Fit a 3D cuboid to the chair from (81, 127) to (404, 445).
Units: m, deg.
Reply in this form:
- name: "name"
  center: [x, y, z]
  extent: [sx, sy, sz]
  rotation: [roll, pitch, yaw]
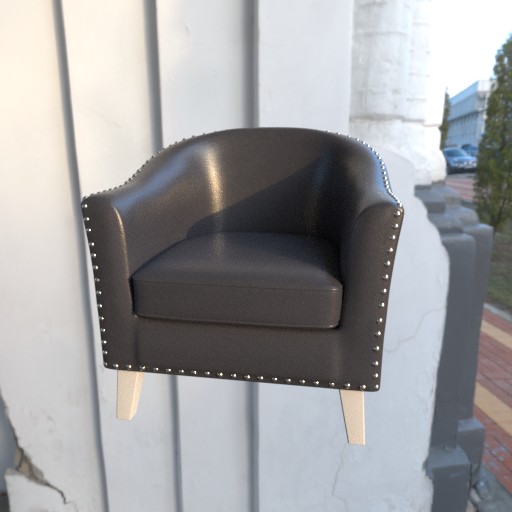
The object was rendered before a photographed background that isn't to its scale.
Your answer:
- name: "chair"
  center: [0.000, 0.000, 1.425]
  extent: [0.794, 0.823, 0.748]
  rotation: [2, 14, 9]
